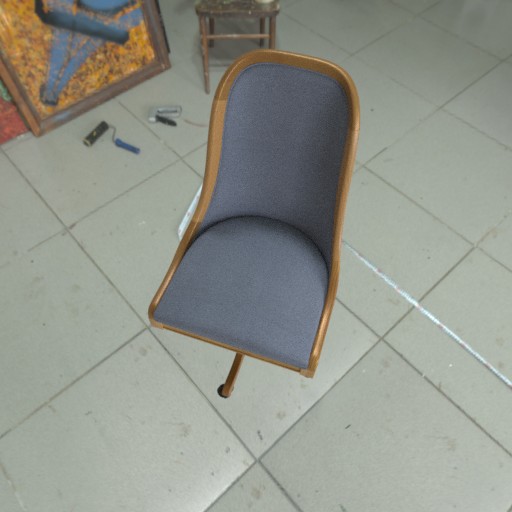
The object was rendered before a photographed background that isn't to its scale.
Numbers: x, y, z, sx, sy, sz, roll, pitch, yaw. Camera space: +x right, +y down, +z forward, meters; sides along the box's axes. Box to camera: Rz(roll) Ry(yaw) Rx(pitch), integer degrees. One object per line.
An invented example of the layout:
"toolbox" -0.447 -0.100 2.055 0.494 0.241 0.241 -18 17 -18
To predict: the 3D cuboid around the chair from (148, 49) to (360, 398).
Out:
"chair" 0.000 0.000 1.487 0.605 1.031 0.735 16 59 10
